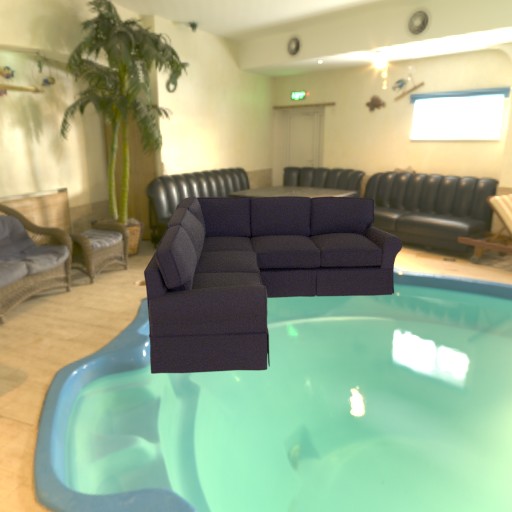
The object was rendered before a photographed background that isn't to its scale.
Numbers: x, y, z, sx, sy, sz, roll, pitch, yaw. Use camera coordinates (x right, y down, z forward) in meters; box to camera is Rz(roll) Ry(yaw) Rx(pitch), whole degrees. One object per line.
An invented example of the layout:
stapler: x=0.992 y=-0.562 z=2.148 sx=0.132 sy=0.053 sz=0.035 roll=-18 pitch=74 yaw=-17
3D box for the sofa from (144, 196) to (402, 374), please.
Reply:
sofa: x=0.000 y=0.000 z=5.098 sx=2.874 sy=1.169 sz=3.773 roll=8 pitch=17 yaw=26
